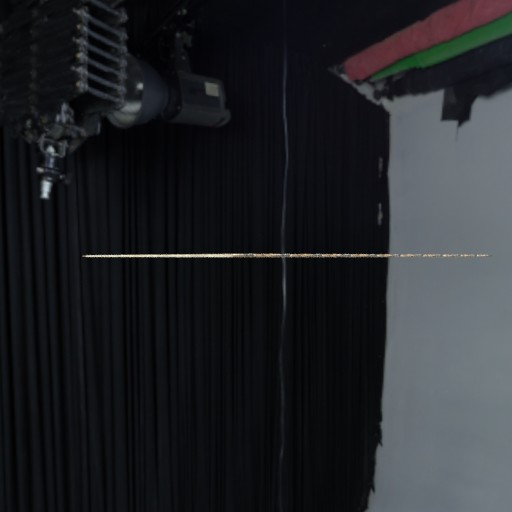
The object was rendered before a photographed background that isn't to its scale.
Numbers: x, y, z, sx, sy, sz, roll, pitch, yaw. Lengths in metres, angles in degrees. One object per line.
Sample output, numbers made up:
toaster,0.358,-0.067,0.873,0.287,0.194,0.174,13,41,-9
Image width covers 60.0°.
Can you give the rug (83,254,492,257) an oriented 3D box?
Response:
rug,0.000,0.000,2.238,1.278,0.009,1.726,0,0,-35
